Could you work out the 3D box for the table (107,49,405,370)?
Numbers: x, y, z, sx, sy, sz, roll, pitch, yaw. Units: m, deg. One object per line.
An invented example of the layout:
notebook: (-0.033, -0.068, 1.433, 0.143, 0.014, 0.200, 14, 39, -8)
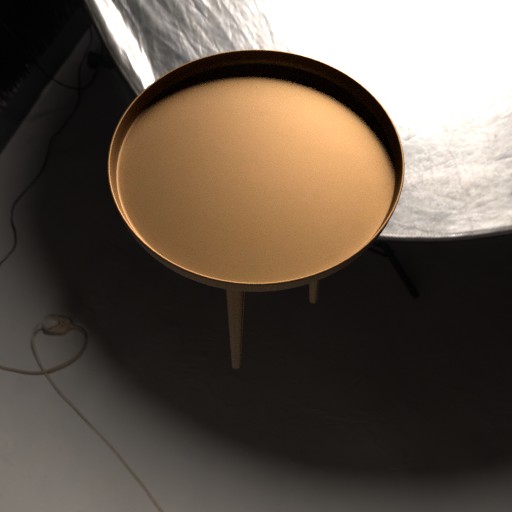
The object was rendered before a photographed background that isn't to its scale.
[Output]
table: (0.000, 0.000, 0.664, 0.299, 0.480, 0.299, 14, 64, 7)
